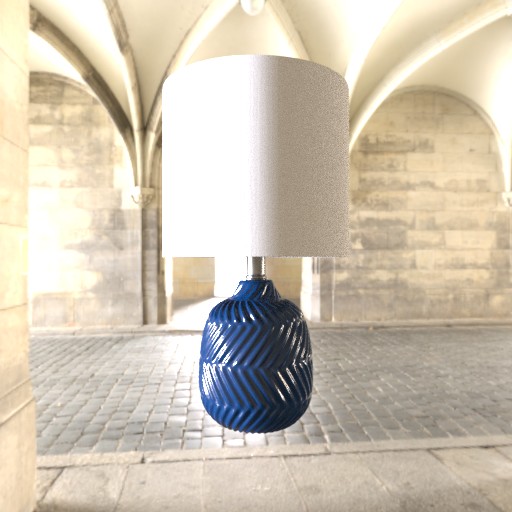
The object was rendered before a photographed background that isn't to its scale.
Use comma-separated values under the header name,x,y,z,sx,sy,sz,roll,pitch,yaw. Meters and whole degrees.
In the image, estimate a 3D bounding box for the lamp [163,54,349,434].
name,x,y,z,sx,sy,sz,roll,pitch,yaw
lamp,0.000,0.000,0.493,0.203,0.368,0.203,0,0,37
